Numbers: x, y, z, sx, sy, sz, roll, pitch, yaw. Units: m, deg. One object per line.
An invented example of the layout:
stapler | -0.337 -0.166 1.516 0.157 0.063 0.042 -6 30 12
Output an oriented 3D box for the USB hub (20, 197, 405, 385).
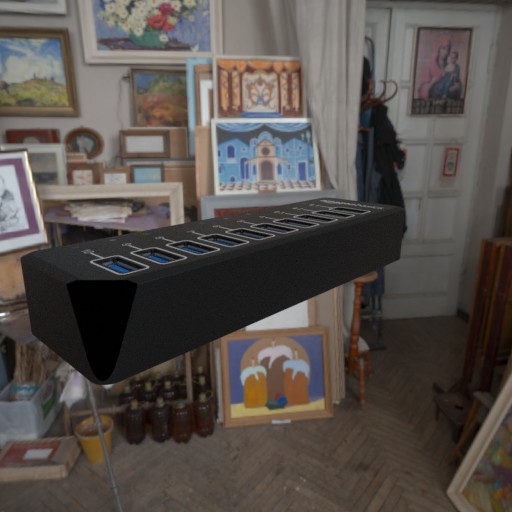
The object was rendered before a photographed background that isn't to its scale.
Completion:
USB hub | 0.000 0.000 0.160 0.044 0.023 0.145 15 22 42
